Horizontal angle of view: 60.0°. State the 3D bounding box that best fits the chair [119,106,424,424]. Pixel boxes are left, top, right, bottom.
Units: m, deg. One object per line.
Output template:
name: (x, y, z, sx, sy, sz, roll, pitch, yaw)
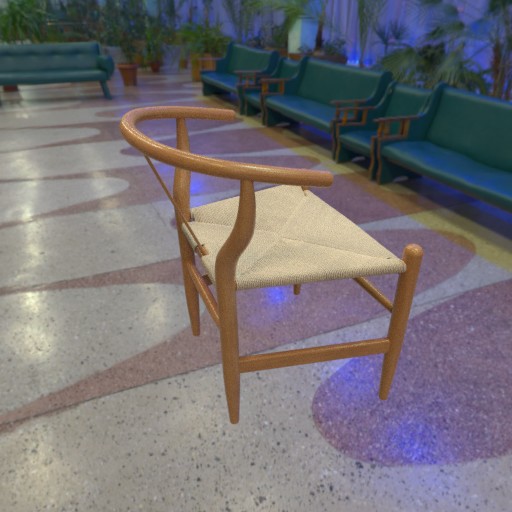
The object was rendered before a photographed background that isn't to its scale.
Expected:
chair: (0.000, 0.000, 1.150, 0.579, 0.730, 0.569, -12, 33, -19)
